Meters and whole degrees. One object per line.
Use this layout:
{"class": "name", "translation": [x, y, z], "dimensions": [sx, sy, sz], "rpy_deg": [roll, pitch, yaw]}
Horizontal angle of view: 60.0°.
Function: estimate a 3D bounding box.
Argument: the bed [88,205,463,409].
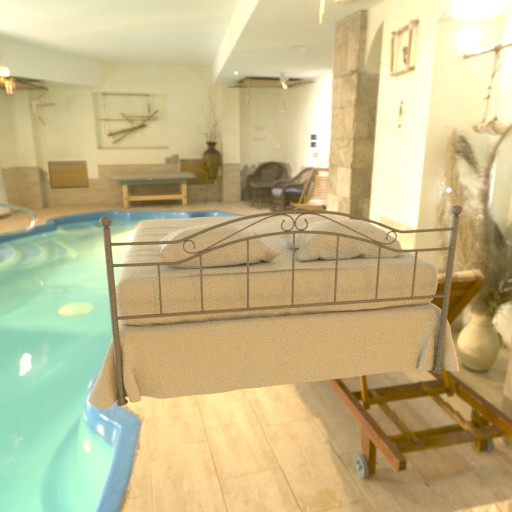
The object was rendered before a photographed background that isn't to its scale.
{"class": "bed", "translation": [0.000, 0.000, 3.559], "dimensions": [2.309, 1.080, 2.220], "rpy_deg": [-3, 15, -10]}
